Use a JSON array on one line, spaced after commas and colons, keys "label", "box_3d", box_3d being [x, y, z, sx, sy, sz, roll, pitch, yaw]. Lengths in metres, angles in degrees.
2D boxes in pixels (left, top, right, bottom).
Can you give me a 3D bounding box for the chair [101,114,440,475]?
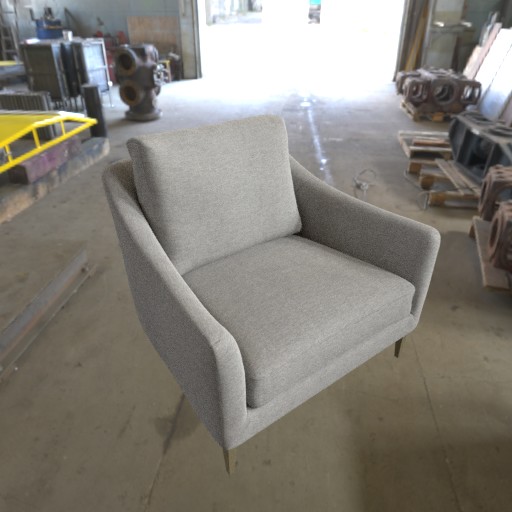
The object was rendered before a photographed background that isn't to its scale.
[{"label": "chair", "box_3d": [0.000, 0.000, 1.707, 0.986, 0.902, 0.961, -21, 36, -32]}]
